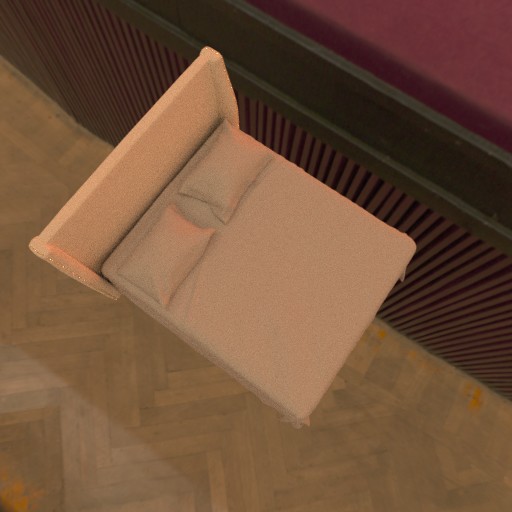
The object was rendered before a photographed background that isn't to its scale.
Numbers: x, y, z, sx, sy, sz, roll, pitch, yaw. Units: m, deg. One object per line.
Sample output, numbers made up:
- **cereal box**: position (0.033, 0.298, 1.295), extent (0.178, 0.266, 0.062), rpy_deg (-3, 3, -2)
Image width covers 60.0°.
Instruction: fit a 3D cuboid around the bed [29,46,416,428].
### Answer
- **bed**: position (0.000, 0.000, 3.489), extent (2.276, 1.332, 1.925), rpy_deg (35, 77, 9)
